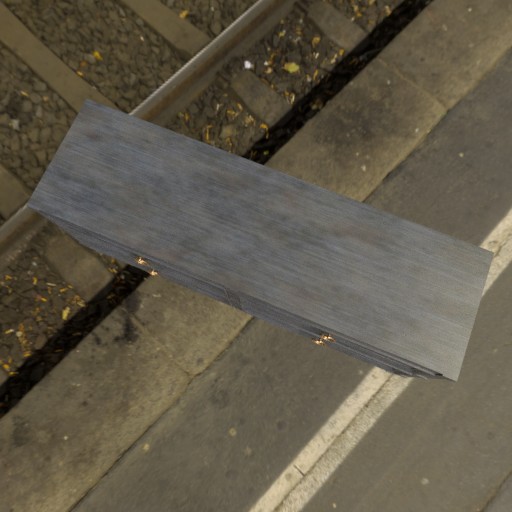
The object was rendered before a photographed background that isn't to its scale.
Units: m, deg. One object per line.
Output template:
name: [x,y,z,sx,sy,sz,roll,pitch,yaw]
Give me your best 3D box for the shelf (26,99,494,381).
shelf: [0.000,0.000,1.891,1.575,0.719,0.479,22,77,5]
